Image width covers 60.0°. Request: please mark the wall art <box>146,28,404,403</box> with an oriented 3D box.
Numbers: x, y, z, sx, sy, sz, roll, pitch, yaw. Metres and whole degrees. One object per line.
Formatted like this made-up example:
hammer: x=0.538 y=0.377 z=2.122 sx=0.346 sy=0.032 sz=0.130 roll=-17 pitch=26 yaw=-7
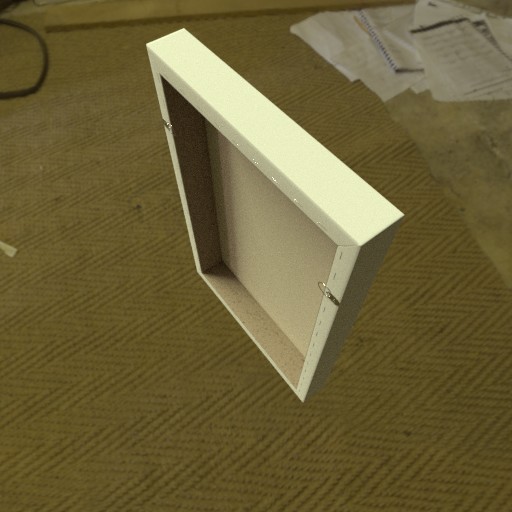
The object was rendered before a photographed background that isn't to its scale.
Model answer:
wall art: x=0.000 y=0.000 z=0.483 sx=0.039 sy=0.381 sz=0.252 roll=-33 pitch=64 yaw=-19
